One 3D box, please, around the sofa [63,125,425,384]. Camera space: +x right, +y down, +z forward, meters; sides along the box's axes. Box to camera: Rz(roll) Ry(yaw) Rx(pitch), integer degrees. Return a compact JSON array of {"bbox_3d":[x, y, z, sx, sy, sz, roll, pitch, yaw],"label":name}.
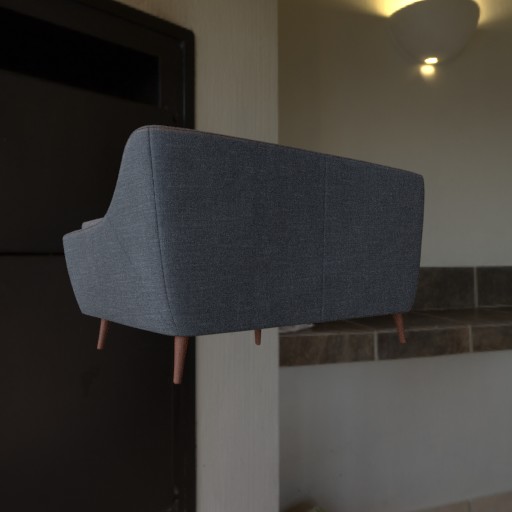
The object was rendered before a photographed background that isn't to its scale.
[{"bbox_3d":[0.000,0.000,2.226,1.646,0.887,0.976,0,-1,-36],"label":"sofa"}]
